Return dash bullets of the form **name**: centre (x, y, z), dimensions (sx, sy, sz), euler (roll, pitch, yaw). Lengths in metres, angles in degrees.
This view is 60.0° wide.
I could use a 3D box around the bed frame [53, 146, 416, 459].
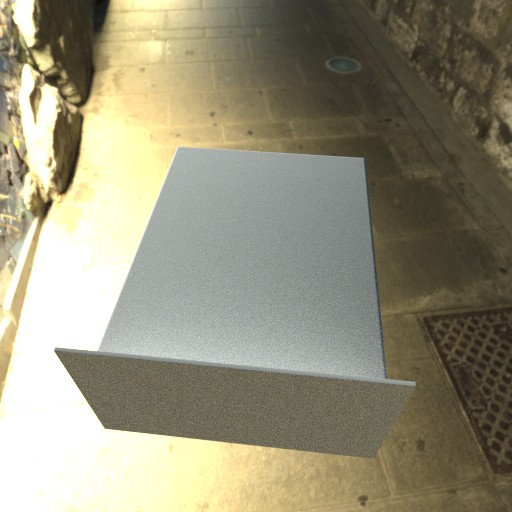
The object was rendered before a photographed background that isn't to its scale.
- **bed frame**: centre (0.000, 0.000, 2.626), dimensions (1.400, 0.800, 1.900), euler (5, 48, 4)
